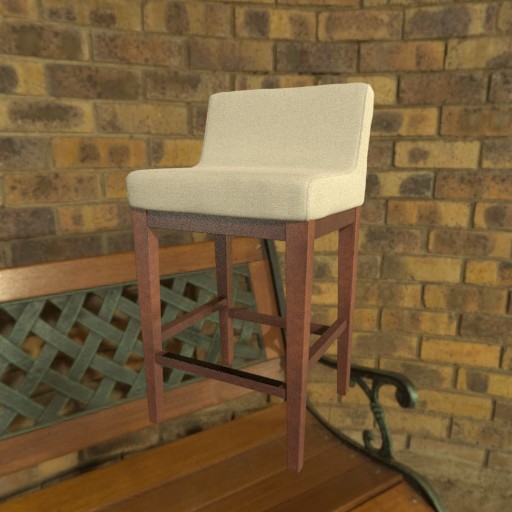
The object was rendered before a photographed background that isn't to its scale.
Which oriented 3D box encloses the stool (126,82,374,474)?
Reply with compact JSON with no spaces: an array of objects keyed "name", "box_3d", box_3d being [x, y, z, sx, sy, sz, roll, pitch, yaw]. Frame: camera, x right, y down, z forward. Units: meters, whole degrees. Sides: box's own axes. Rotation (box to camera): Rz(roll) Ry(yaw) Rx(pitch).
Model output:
[{"name":"stool","box_3d":[0.000,0.000,1.250,0.511,0.937,0.500,7,15,27]}]
